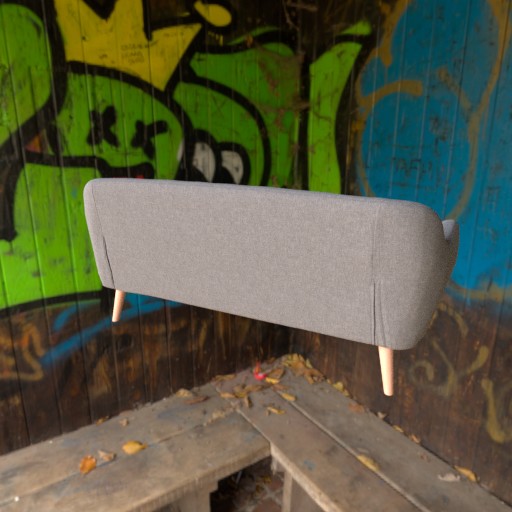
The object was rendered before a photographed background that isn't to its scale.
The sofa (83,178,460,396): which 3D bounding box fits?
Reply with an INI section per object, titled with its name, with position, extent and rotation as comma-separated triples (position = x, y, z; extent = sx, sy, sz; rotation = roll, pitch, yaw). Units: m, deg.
[sofa]
position = 0.000, 0.000, 2.252
extent = 1.840, 0.820, 0.820
rotation = 9, 19, 27
